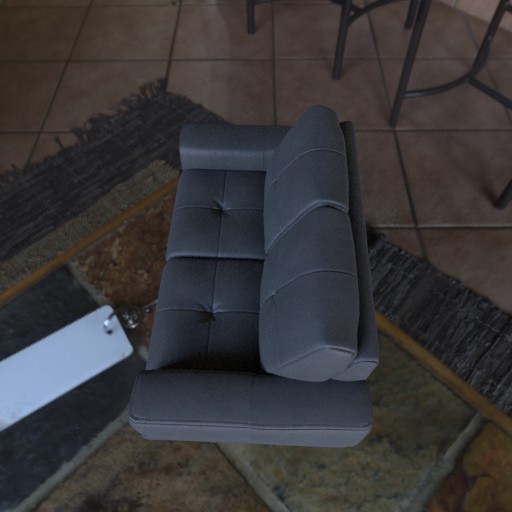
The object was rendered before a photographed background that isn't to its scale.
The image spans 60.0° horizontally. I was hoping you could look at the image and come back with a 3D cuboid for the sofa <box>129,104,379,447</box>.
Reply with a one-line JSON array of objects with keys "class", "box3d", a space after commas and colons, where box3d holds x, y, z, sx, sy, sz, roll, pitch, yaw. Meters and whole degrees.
[{"class": "sofa", "box3d": [0.000, 0.000, 2.323, 1.018, 0.907, 1.806, 2, 58, 1]}]
